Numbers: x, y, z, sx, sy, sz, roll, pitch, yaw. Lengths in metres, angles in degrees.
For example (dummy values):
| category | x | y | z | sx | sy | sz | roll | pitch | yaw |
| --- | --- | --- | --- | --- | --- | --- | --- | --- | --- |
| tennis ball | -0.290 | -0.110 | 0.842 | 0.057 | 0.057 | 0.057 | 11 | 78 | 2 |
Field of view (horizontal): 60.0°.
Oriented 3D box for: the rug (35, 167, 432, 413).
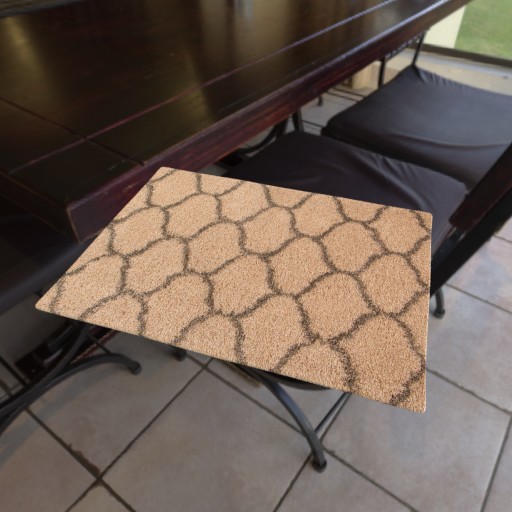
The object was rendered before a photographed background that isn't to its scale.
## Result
| category | x | y | z | sx | sy | sz | roll | pitch | yaw |
| --- | --- | --- | --- | --- | --- | --- | --- | --- | --- |
| rug | 0.000 | 0.000 | 2.129 | 1.600 | 0.025 | 1.200 | 12 | 43 | 13 |
